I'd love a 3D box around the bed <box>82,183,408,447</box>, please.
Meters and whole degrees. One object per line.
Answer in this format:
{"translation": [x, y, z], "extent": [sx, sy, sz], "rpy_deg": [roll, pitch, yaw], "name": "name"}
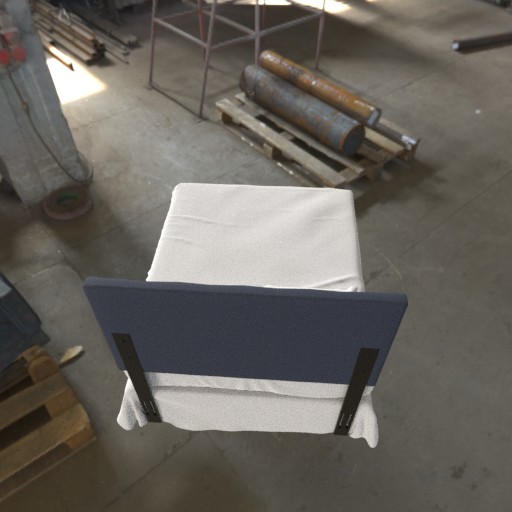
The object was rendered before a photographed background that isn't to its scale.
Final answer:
{"translation": [0.000, 0.000, 3.446], "extent": [1.936, 1.577, 2.222], "rpy_deg": [3, 46, 3], "name": "bed"}
